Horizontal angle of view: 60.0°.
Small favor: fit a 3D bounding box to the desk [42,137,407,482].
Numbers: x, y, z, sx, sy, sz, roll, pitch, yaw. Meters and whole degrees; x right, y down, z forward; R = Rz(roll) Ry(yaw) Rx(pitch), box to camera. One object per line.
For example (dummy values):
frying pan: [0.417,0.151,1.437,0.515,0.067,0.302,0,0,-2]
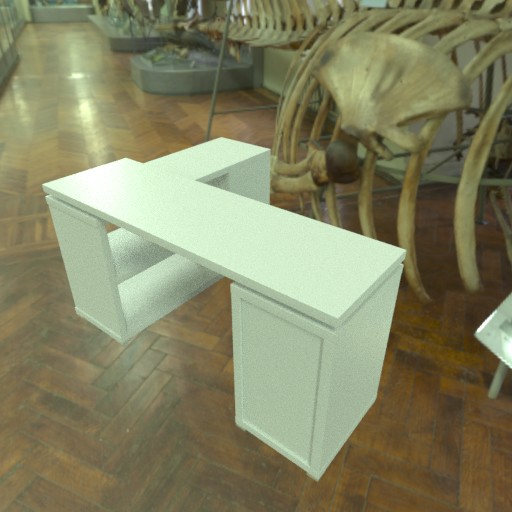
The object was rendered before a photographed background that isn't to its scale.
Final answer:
desk: [0.000,0.000,2.198,1.524,0.753,1.200,22,38,32]
